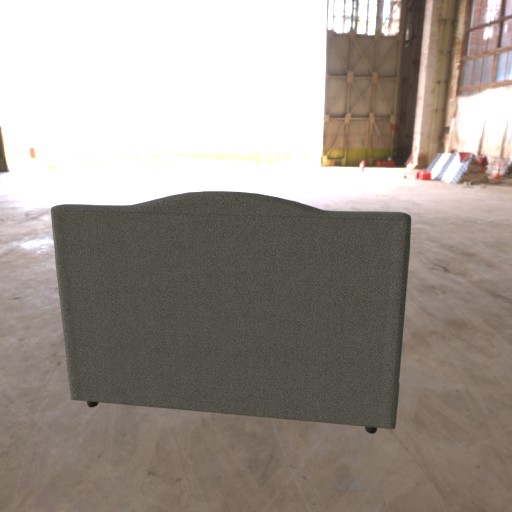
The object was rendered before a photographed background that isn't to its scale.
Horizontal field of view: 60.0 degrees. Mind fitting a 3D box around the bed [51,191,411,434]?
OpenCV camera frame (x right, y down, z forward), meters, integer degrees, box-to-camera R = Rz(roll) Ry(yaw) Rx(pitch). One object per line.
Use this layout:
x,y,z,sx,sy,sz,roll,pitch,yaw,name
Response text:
0.000,0.000,3.889,2.161,1.457,2.689,2,16,8,bed
